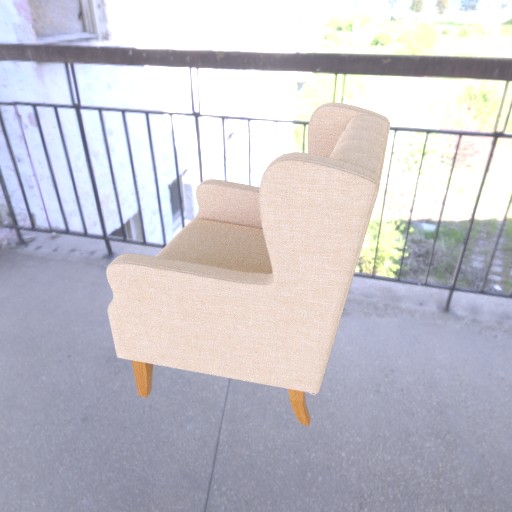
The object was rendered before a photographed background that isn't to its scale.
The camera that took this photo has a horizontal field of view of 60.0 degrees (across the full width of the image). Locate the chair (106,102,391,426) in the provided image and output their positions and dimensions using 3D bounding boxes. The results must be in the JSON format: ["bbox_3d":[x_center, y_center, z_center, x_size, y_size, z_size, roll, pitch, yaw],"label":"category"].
[{"bbox_3d":[0.000,0.000,1.538,0.760,0.930,0.710,9,32,15],"label":"chair"}]
